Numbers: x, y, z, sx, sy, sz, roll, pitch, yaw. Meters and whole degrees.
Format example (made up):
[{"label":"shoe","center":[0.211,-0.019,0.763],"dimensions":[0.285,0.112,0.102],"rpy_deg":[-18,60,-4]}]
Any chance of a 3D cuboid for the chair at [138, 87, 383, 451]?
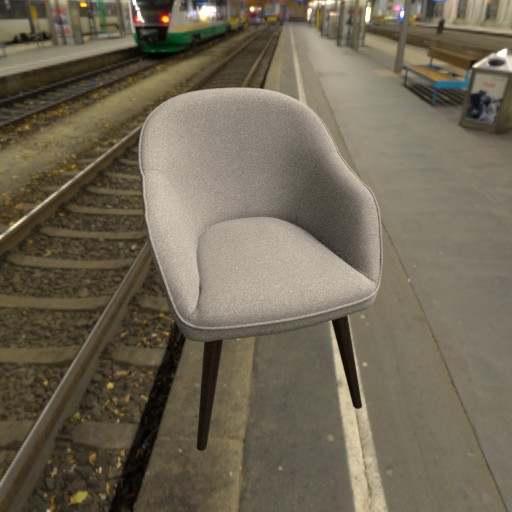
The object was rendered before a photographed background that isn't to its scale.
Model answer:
[{"label":"chair","center":[0.000,0.000,1.245],"dimensions":[0.589,0.810,0.611],"rpy_deg":[-9,30,-15]}]
